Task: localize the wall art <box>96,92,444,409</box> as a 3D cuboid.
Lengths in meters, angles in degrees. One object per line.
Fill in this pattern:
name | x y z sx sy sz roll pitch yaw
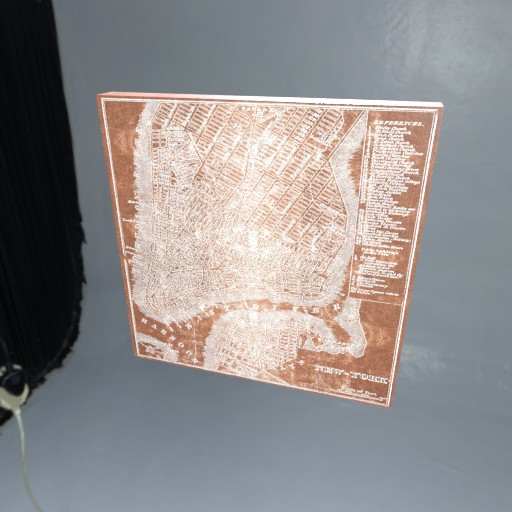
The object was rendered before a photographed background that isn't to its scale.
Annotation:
wall art | 0.000 0.000 0.597 0.403 0.403 0.035 7 27 15
